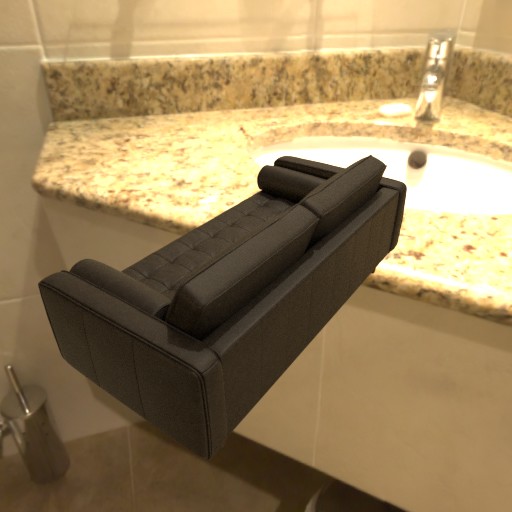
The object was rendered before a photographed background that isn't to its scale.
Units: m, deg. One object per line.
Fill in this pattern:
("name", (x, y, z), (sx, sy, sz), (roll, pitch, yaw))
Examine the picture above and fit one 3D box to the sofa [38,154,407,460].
("sofa", (0.000, 0.000, 2.313), (0.921, 0.770, 1.879), (21, 38, 29))
